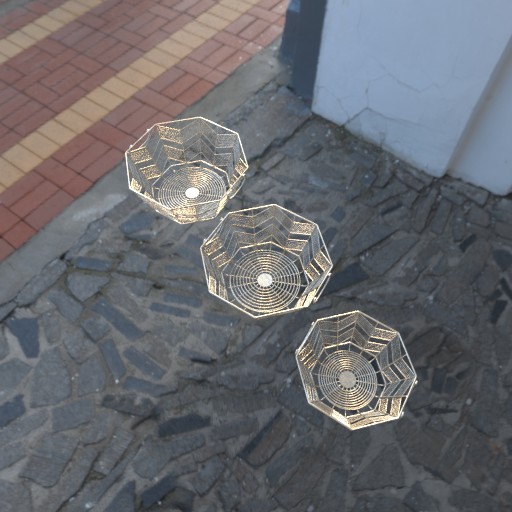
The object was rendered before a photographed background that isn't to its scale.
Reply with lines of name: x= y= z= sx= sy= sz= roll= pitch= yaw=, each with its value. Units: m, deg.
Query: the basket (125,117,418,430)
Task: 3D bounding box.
basket: x=0.000 y=0.000 z=1.415 sx=0.432 sy=0.178 sz=1.246 roll=-32 pitch=64 yaw=-18
